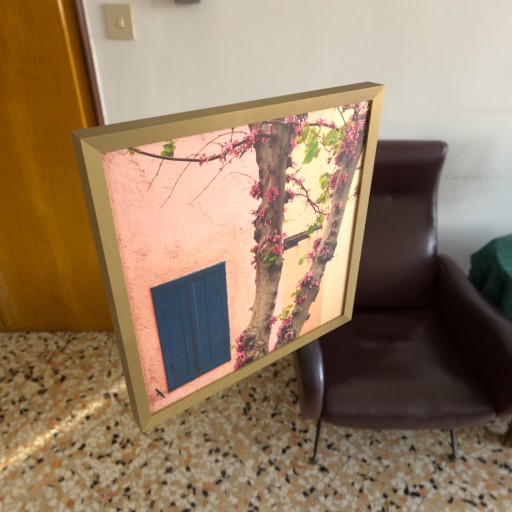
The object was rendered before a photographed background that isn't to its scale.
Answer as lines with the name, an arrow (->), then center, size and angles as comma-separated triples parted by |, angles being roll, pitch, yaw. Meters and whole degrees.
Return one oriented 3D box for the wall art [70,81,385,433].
wall art -> 0.000, 0.000, 0.763 | 0.507, 0.508, 0.038 | -21, 38, -30
